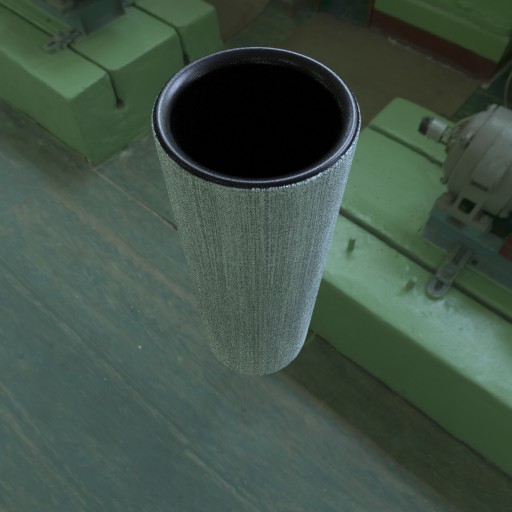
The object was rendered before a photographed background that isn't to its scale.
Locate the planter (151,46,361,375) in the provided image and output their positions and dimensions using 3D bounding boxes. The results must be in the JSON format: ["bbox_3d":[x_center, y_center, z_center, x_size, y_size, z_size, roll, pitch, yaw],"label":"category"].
[{"bbox_3d":[0.000,0.000,0.326,0.100,0.270,0.100,34,64,19],"label":"planter"}]
